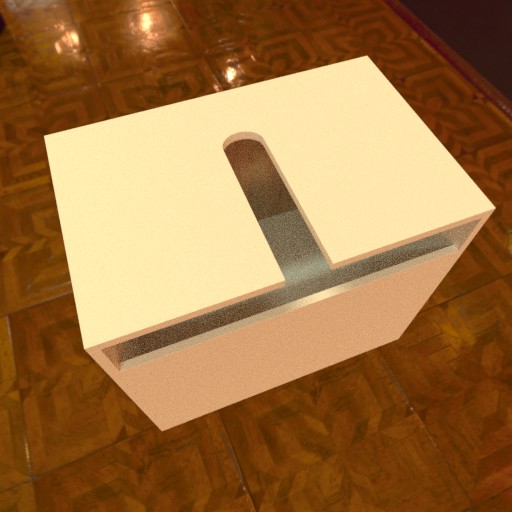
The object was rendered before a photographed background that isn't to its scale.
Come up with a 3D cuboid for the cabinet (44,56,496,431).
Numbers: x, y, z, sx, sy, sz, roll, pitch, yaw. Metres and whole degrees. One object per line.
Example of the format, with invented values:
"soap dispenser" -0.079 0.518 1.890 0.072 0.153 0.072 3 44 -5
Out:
"cabinet" 0.000 0.000 0.912 0.600 0.522 0.400 -18 60 -11
